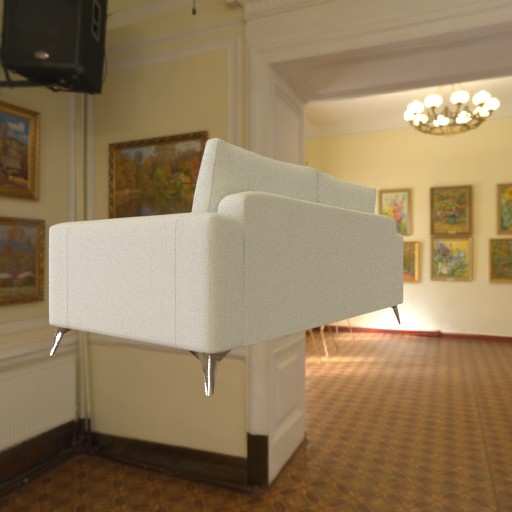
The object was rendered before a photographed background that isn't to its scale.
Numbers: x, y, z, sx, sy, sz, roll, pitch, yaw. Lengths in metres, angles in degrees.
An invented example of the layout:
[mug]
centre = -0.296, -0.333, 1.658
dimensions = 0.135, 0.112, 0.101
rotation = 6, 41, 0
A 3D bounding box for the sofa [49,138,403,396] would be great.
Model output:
[sofa]
centre = 0.000, 0.000, 2.169
dimensions = 0.920, 0.790, 1.650
rotation = 0, 0, 36
